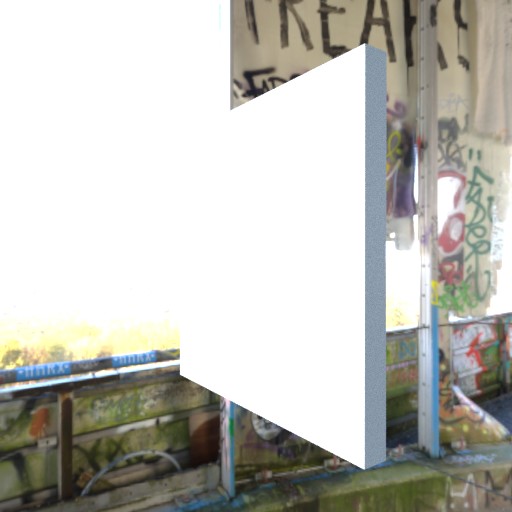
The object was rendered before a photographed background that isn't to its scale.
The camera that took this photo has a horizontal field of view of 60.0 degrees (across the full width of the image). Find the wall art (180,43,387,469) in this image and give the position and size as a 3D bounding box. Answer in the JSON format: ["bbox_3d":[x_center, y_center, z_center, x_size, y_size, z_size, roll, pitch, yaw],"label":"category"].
[{"bbox_3d":[0.000,0.000,0.522,0.027,0.355,0.355,0,0,-35],"label":"wall art"}]
